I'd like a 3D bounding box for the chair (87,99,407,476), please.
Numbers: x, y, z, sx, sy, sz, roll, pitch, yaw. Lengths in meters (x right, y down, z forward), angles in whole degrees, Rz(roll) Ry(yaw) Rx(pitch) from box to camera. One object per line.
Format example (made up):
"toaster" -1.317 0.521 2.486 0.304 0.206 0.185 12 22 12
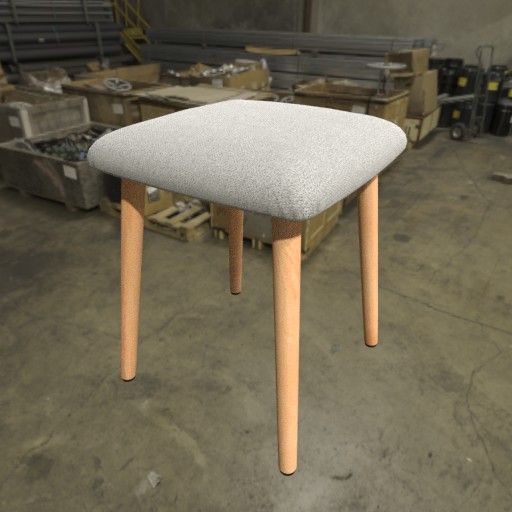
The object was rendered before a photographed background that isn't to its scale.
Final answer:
"chair" 0.000 0.000 0.707 0.350 0.440 0.350 18 34 29
